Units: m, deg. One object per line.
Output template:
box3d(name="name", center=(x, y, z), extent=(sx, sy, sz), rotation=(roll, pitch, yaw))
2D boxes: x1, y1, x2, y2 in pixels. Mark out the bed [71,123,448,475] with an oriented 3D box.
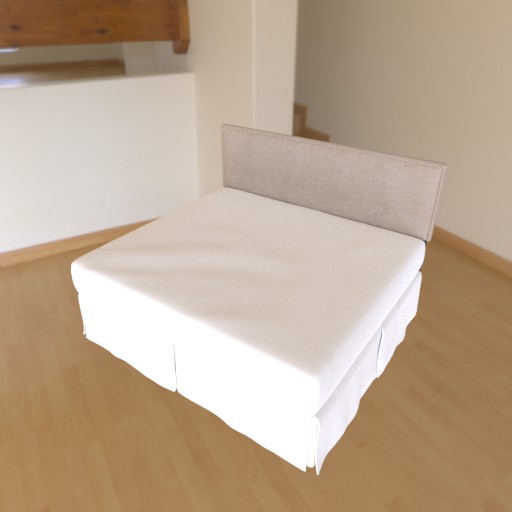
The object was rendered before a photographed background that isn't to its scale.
box3d(name="bed", center=(0.000, 0.000, 3.396), extent=(2.170, 1.346, 1.914), rotation=(19, 35, 30))
